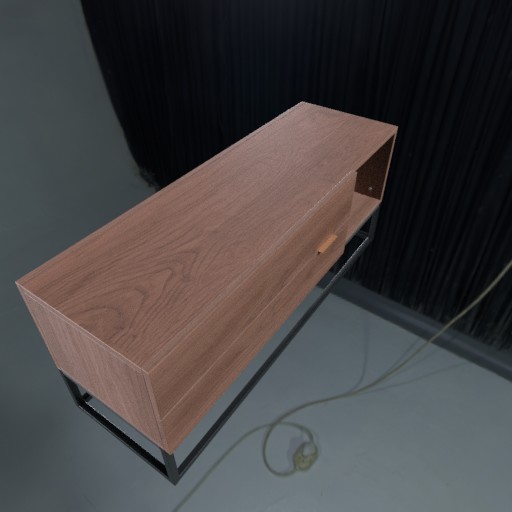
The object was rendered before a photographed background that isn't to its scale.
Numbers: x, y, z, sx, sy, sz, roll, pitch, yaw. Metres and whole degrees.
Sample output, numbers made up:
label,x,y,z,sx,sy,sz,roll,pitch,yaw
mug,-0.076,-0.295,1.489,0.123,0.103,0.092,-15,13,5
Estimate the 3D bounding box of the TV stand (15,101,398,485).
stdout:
label,x,y,z,sx,sy,sz,roll,pitch,yaw
TV stand,0.000,0.000,1.390,0.415,0.500,1.200,25,47,26
